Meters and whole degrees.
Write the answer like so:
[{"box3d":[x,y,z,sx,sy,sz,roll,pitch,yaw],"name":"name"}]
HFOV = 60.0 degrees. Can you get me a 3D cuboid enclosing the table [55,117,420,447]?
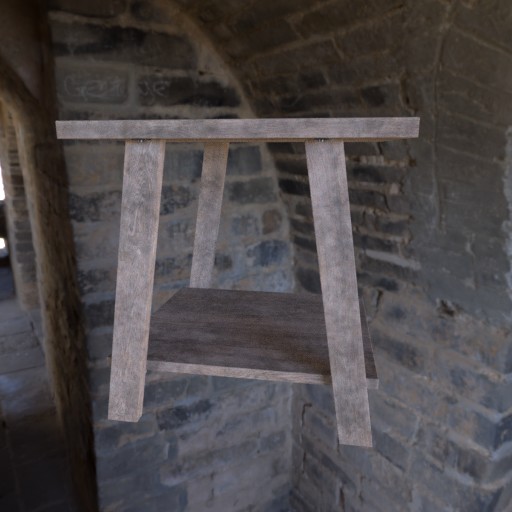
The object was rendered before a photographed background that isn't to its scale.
[{"box3d":[0.000,0.000,1.090,0.610,0.610,0.610,2,14,9],"name":"table"}]
